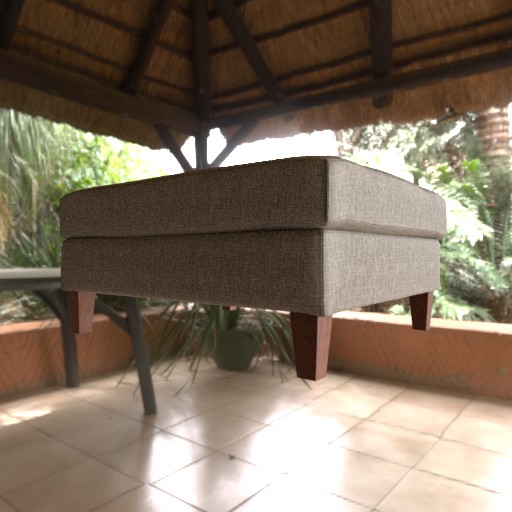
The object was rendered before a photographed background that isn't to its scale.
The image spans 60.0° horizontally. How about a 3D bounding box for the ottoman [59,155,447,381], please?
[{"bbox_3d":[0.000,0.000,1.450,0.994,0.492,0.839,0,0,37],"label":"ottoman"}]
